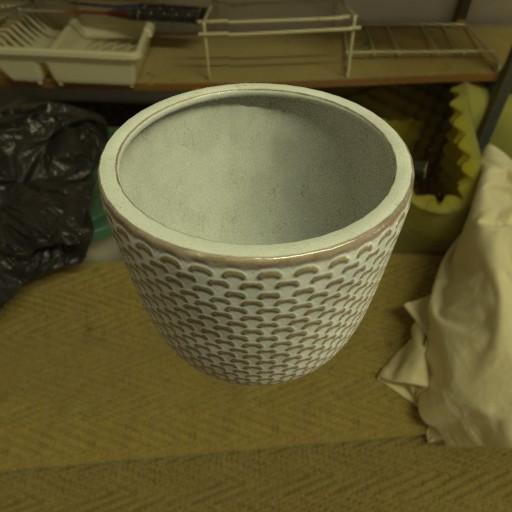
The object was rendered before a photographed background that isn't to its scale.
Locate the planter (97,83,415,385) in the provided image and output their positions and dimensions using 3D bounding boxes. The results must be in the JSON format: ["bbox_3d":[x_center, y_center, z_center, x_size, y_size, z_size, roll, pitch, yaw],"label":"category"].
[{"bbox_3d":[0.000,0.000,0.346,0.197,0.191,0.197,0,45,0],"label":"planter"}]
